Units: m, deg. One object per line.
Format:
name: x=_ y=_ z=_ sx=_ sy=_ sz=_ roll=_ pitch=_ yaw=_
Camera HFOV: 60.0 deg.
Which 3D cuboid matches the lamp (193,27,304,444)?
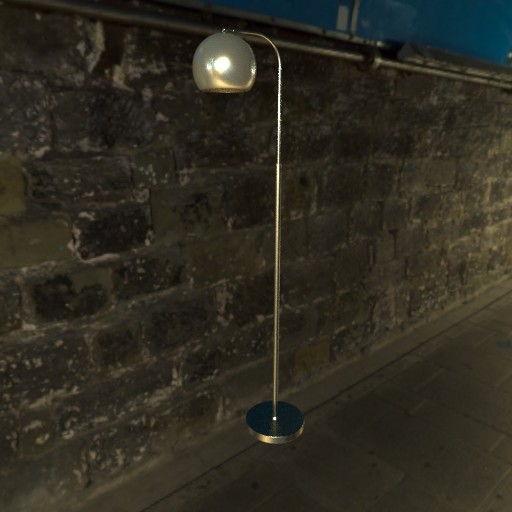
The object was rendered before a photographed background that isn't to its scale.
lamp: x=0.000 y=0.000 z=1.654 sx=0.431 sy=1.526 sz=0.250 roll=-8 pitch=18 yaw=-25
